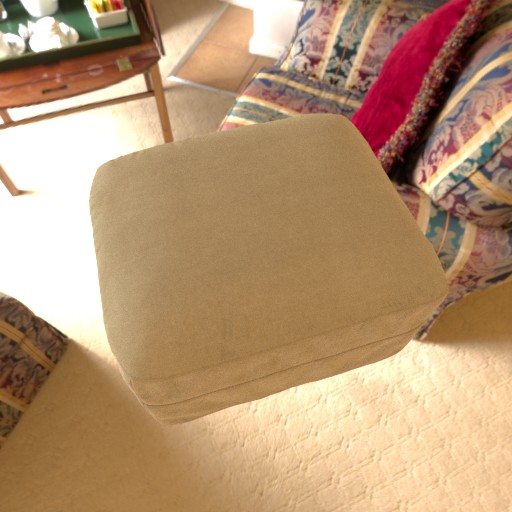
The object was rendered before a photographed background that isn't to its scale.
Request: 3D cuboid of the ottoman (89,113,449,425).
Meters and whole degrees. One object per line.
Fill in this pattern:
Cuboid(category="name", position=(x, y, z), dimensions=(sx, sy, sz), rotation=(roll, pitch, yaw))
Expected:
Cuboid(category="ottoman", position=(0.000, 0.000, 1.083), dimensions=(0.712, 0.480, 0.584), rotation=(-15, 60, -9))
